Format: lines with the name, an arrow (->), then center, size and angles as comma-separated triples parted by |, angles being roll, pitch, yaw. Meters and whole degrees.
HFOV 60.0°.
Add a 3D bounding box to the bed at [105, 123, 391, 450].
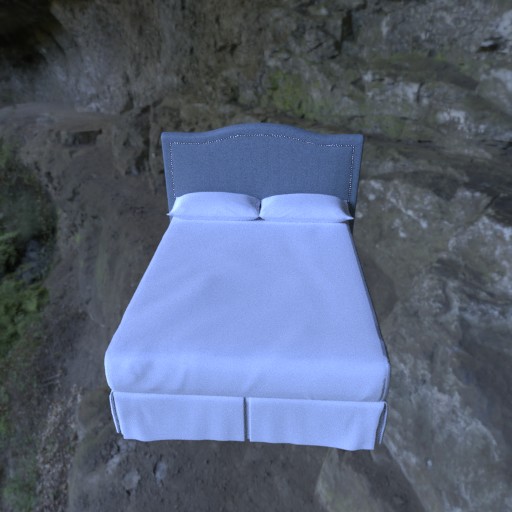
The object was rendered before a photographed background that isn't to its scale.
bed -> 0.000, 0.000, 3.267 | 1.753, 1.460, 2.143 | 1, 30, 3
